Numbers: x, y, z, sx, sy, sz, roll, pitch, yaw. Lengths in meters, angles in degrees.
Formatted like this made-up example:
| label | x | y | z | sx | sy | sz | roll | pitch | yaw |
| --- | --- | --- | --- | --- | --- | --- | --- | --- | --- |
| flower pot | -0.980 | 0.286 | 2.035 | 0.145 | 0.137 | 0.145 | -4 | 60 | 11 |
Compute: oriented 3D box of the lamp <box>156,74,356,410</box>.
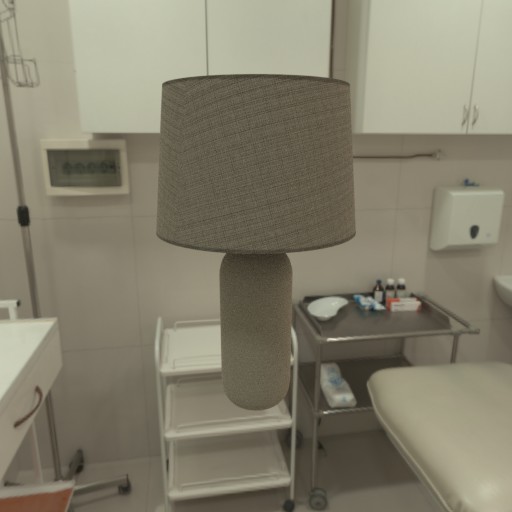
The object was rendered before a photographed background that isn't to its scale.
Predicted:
| label | x | y | z | sx | sy | sz | roll | pitch | yaw |
| --- | --- | --- | --- | --- | --- | --- | --- | --- | --- |
| lamp | 0.000 | 0.000 | 0.847 | 0.367 | 0.609 | 0.367 | 0 | 15 | 0 |
